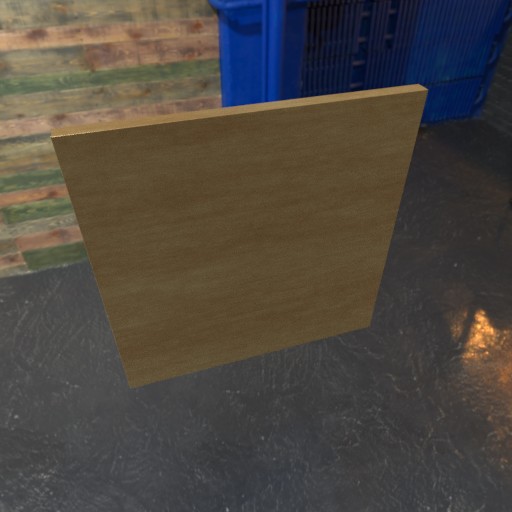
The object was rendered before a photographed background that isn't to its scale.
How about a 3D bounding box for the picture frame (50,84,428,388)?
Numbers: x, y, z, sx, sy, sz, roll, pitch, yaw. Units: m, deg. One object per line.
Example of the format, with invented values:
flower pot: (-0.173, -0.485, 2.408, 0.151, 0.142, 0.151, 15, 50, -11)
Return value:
picture frame: (0.000, 0.000, 1.113, 0.758, 0.761, 0.037, -12, 41, -13)
